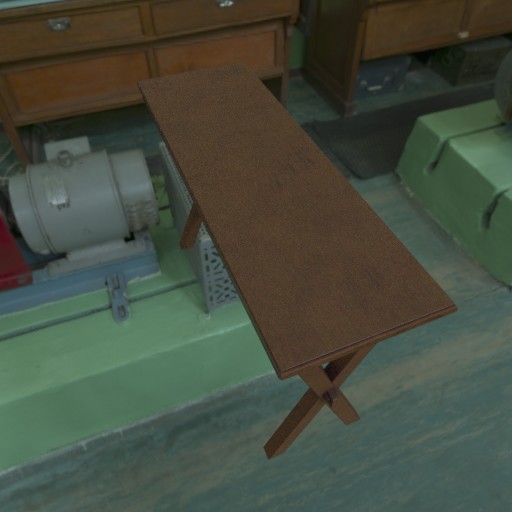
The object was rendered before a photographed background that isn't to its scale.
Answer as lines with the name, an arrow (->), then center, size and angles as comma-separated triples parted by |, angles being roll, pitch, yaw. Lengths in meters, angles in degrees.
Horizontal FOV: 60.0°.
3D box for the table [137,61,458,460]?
table -> 0.000, 0.000, 1.505 | 0.399, 0.763, 1.197 | -17, 51, -15
